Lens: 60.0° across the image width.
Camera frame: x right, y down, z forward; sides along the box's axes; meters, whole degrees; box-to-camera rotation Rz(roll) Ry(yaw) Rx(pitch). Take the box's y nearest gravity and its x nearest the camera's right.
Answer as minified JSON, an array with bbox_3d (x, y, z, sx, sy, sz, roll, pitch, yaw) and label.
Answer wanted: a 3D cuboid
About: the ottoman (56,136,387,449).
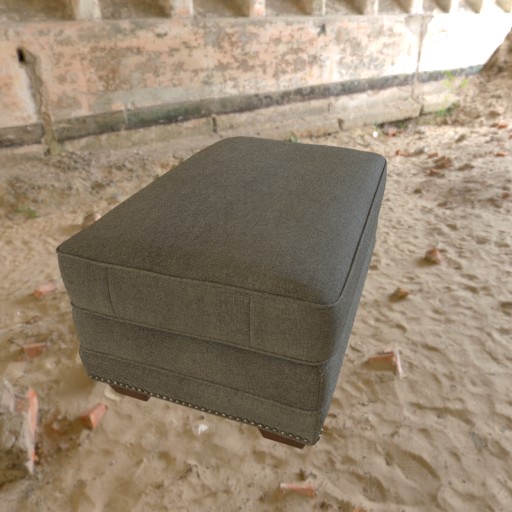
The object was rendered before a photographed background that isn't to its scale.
[{"bbox_3d":[0.000,0.000,1.148,0.561,0.457,0.813,10,31,17],"label":"ottoman"}]
